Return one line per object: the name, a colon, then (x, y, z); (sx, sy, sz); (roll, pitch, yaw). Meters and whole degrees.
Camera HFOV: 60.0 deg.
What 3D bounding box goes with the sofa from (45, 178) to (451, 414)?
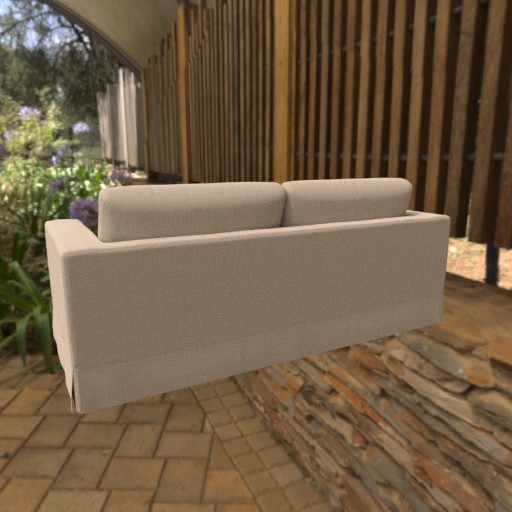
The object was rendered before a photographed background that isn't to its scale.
sofa: (0.000, 0.000, 2.569); (2.163, 0.881, 0.954); (-7, 14, -28)
